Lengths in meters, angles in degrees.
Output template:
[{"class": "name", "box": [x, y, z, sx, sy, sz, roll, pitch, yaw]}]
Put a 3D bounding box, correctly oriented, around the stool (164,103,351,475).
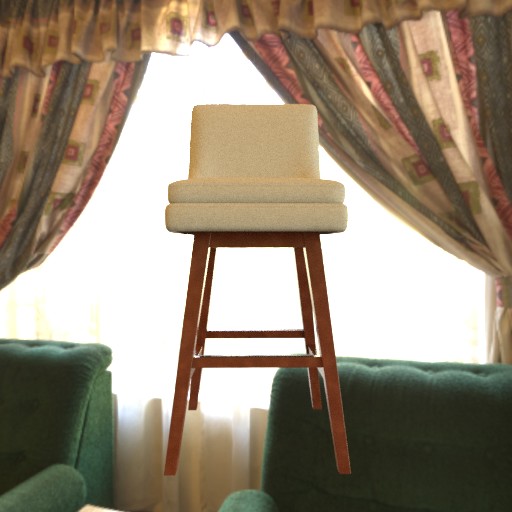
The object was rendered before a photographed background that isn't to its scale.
[{"class": "stool", "box": [0.000, 0.000, 1.363, 0.470, 1.092, 0.559, 0, 1, -1]}]
